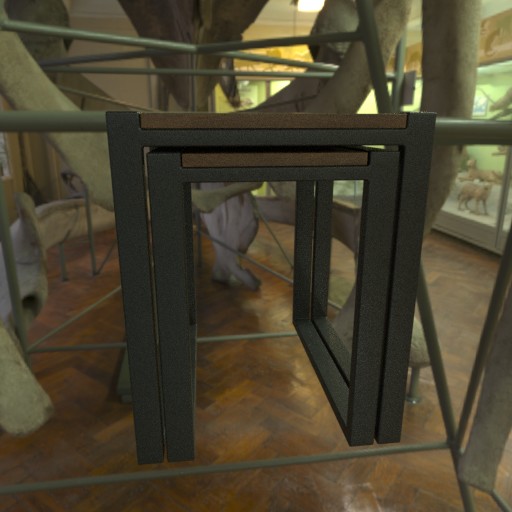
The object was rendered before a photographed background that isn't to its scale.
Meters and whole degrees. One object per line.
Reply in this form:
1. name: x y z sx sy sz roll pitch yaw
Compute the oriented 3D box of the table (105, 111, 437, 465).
1. table: 0.000 0.000 0.907 0.449 0.550 0.500 -2 17 -7
